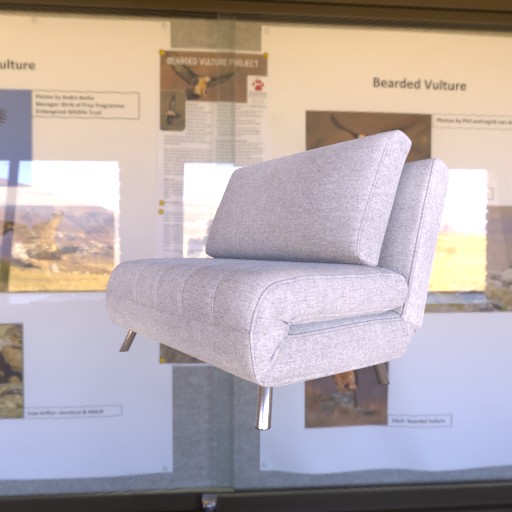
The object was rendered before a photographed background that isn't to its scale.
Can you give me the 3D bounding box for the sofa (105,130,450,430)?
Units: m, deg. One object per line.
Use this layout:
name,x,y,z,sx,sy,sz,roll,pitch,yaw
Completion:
sofa,0.000,0.000,1.872,0.910,0.910,1.220,-1,2,-36
